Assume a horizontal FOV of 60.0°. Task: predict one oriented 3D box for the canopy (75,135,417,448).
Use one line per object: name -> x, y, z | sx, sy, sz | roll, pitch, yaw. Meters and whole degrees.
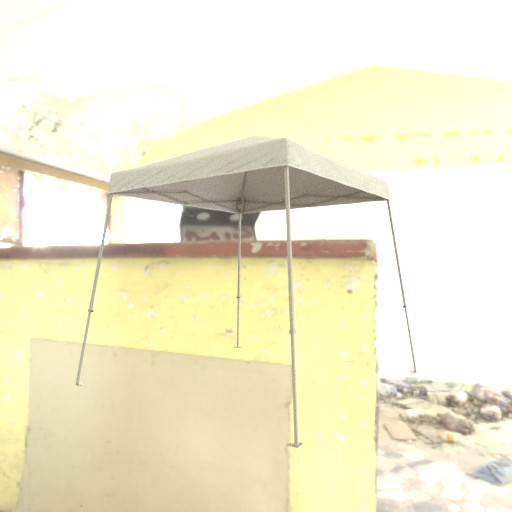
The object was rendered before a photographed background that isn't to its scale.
canopy -> 0.000, 0.000, 6.575 | 3.600, 3.600, 3.599 | -1, -2, 37
